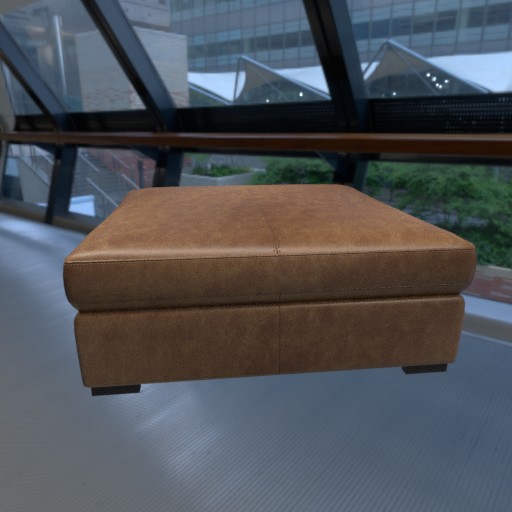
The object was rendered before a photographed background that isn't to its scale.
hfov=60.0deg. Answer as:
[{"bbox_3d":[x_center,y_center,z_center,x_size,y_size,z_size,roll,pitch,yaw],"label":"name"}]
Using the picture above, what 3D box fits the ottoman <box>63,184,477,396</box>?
[{"bbox_3d":[0.000,0.000,1.810,1.169,0.483,1.168,-2,17,-7],"label":"ottoman"}]
